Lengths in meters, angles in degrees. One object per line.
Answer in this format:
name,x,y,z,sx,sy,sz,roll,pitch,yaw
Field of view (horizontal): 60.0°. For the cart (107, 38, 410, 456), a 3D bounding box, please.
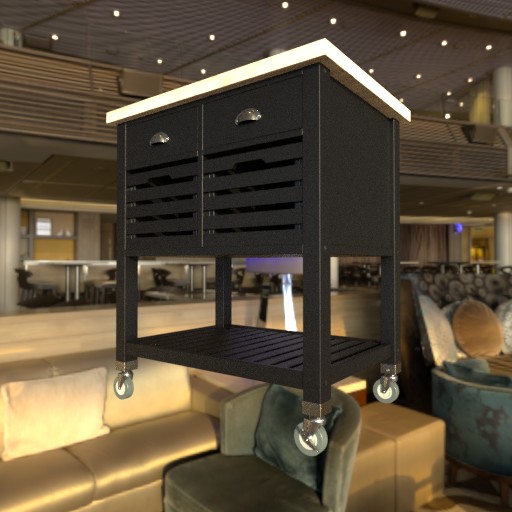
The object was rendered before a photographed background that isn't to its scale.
cart,0.000,0.000,1.410,0.797,0.920,0.567,-1,-1,37
